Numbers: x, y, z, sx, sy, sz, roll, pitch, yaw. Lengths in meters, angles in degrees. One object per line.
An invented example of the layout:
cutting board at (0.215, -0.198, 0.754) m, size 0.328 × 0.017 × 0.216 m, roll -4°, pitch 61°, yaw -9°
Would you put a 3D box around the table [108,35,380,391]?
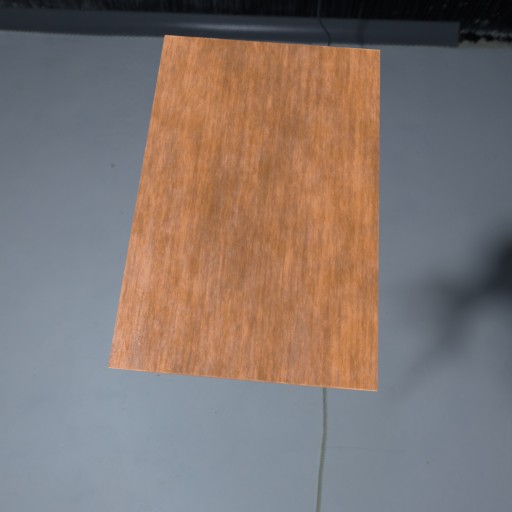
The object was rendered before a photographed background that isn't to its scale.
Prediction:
table at (0.000, 0.000, 0.834) m, size 0.307 × 0.580 × 0.454 m, roll 5°, pitch 74°, yaw 1°
